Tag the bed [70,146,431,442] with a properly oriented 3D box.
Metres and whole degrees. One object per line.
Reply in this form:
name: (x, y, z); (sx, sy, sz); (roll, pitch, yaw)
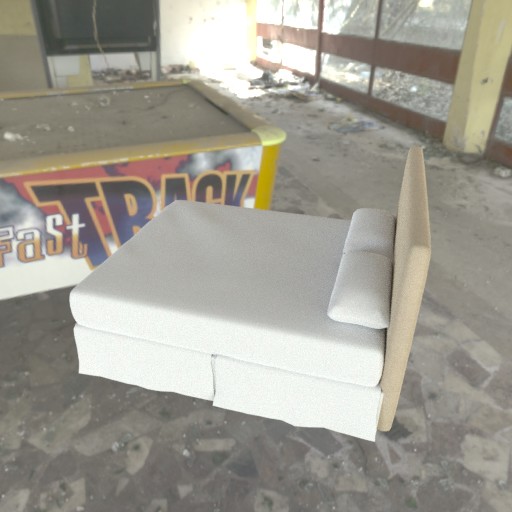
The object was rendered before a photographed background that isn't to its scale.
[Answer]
bed: (0.000, 0.000, 3.213); (2.142, 1.330, 1.723); (9, 31, 14)
